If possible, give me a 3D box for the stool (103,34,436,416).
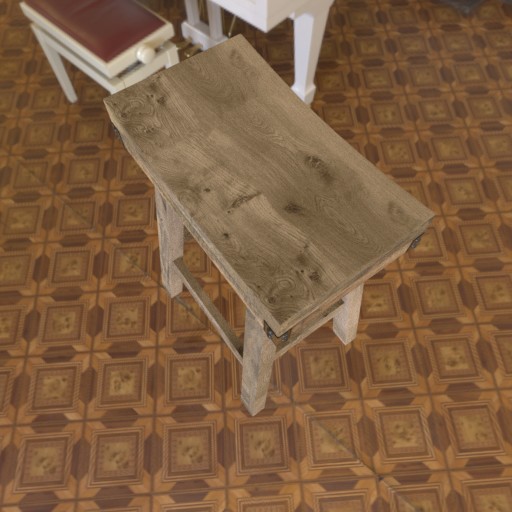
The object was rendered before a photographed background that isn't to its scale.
[{"bbox_3d":[0.000,0.000,0.901,0.330,0.635,0.450,-33,67,-16],"label":"stool"}]
